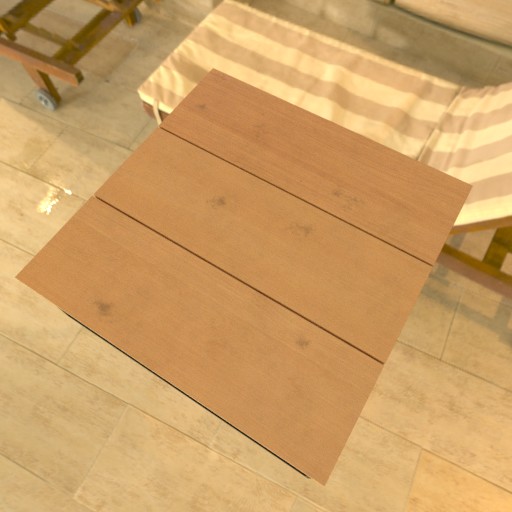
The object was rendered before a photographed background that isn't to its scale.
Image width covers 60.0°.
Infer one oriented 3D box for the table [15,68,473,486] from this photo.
[{"bbox_3d":[0.000,0.000,1.648,1.100,0.400,1.100,29,67,14],"label":"table"}]
